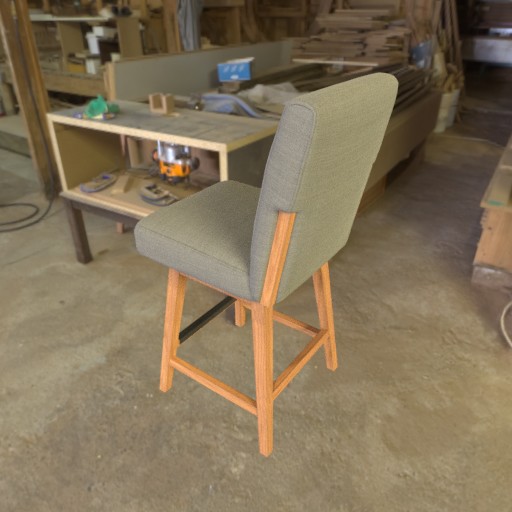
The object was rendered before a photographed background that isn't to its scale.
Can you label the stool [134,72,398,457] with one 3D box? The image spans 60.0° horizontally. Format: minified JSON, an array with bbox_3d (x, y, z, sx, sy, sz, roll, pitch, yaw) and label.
[{"bbox_3d":[0.000,0.000,1.312,0.570,1.019,0.459,20,36,30],"label":"stool"}]
